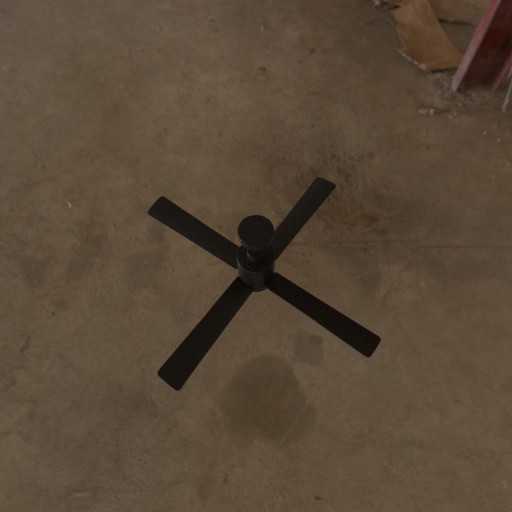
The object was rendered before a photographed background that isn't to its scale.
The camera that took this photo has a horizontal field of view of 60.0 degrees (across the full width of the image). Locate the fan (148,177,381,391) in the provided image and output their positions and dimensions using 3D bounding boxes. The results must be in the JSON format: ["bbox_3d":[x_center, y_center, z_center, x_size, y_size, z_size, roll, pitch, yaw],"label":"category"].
[{"bbox_3d":[0.000,0.000,2.327,1.525,0.534,1.525,33,68,16],"label":"fan"}]
